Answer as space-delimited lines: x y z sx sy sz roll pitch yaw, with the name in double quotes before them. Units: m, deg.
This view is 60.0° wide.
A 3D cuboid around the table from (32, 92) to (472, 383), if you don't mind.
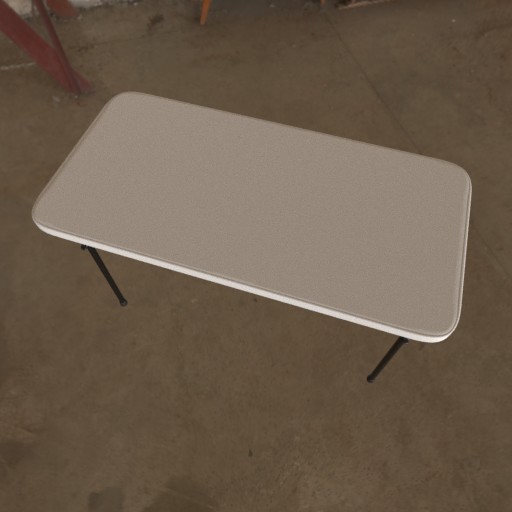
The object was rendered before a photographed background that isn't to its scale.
"table" 0.000 0.000 1.628 1.219 0.729 0.610 15 60 9
